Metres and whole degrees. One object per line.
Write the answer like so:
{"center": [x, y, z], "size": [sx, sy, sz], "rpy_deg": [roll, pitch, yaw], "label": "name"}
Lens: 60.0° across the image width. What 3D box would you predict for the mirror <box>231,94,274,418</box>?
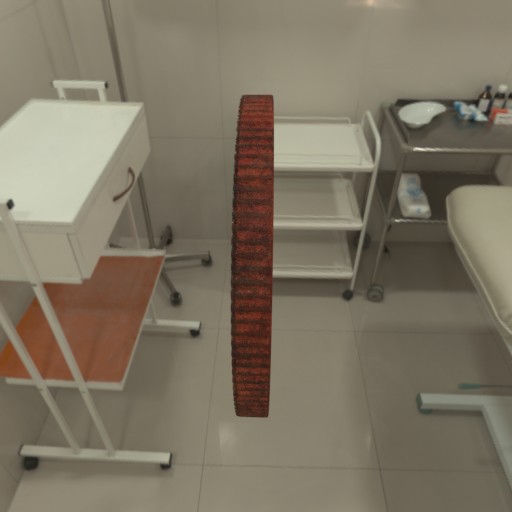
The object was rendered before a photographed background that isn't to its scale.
{"center": [0.000, 0.000, 0.890], "size": [0.056, 0.609, 0.609], "rpy_deg": [1, 41, 1], "label": "mirror"}
